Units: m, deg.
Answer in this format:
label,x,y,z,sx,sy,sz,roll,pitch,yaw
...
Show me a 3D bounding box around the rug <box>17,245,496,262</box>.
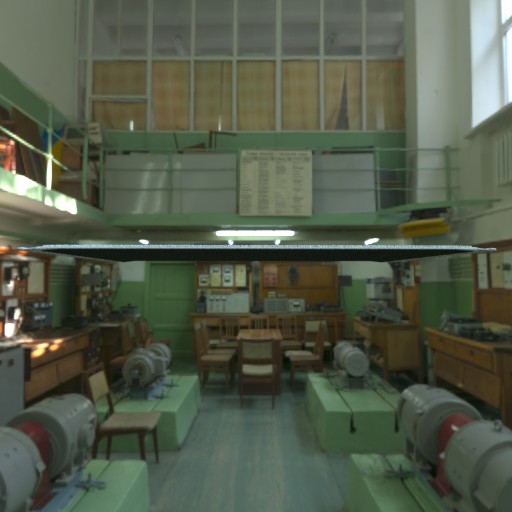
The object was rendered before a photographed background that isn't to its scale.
label,x,y,z,sx,sy,sz,roll,pitch,yaw
rug,0.000,0.000,2.873,2.307,0.031,1.494,0,-3,-2
